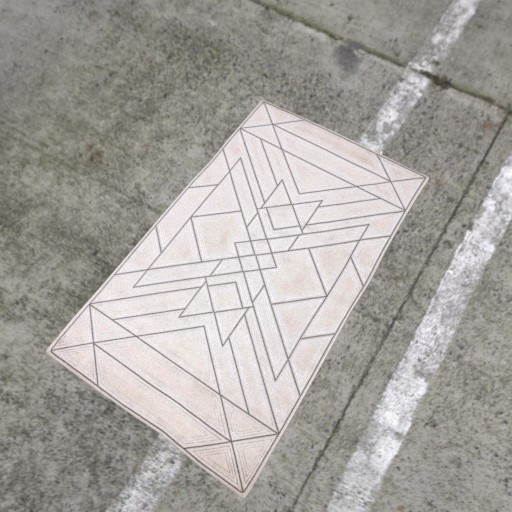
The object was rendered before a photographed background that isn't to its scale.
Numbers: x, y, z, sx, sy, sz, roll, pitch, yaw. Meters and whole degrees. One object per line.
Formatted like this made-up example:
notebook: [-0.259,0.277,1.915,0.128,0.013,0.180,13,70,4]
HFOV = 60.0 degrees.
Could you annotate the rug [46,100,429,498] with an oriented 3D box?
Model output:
rug: [0.000,0.000,1.044,0.511,0.008,0.869,30,67,14]
